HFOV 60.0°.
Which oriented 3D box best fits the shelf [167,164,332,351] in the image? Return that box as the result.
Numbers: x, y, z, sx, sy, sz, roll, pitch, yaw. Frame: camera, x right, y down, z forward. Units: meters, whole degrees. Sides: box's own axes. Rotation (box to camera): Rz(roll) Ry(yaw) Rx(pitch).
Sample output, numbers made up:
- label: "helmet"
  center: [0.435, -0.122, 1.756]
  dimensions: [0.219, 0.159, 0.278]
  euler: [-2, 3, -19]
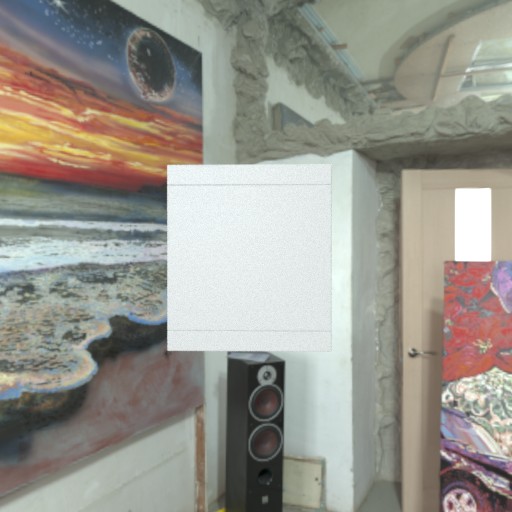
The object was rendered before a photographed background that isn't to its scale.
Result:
- label: "shelf"
  center: [0.000, 0.000, 0.708]
  dimensions: [0.150, 0.170, 0.610]
  euler: [0, 0, 1]
